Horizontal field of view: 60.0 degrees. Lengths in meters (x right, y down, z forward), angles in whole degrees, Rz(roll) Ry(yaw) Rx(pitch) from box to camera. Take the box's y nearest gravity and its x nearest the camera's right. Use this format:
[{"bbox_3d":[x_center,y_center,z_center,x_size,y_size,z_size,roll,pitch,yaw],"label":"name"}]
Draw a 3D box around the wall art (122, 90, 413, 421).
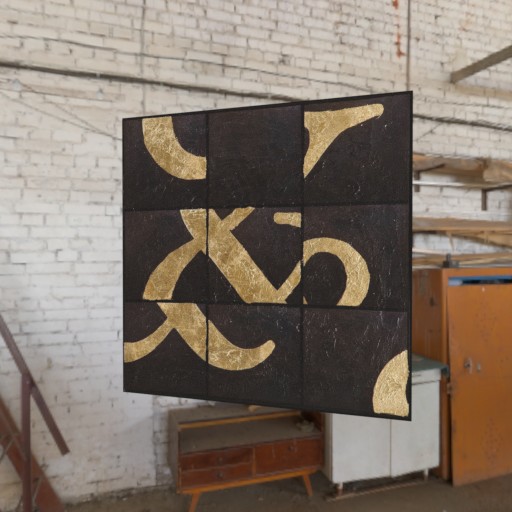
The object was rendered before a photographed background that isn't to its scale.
[{"bbox_3d":[0.000,0.000,1.142,0.758,0.758,0.044,0,1,16],"label":"wall art"}]
